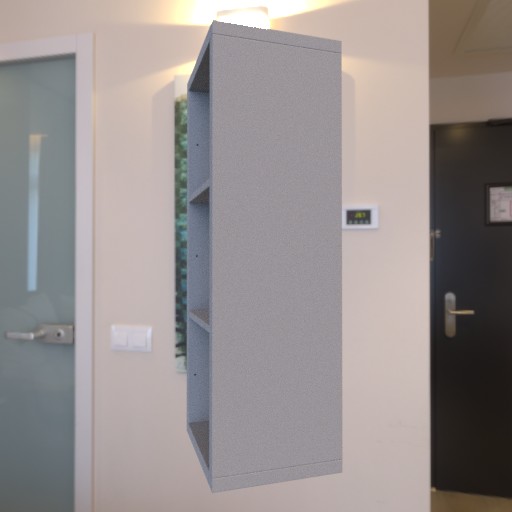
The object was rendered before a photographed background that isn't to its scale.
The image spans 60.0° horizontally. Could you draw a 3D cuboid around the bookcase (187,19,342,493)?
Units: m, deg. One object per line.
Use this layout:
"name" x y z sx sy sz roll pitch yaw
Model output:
"bookcase" 0.000 0.000 1.245 0.330 1.080 0.390 0 -1 -17
